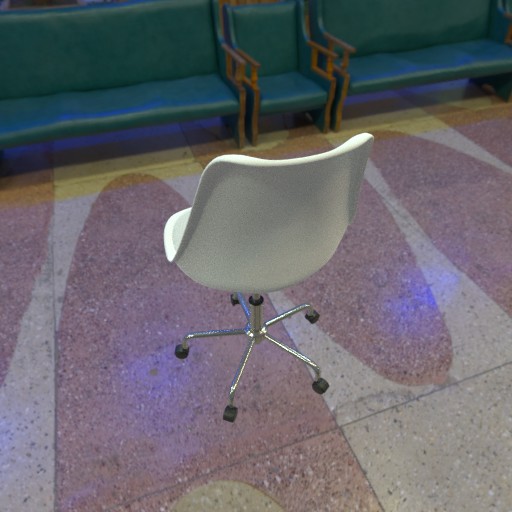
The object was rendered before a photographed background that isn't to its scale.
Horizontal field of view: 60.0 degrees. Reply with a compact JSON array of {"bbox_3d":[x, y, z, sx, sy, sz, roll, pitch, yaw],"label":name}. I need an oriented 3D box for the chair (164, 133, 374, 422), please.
[{"bbox_3d":[0.000,0.000,1.248,0.550,0.930,0.550,-12,43,-13],"label":"chair"}]
